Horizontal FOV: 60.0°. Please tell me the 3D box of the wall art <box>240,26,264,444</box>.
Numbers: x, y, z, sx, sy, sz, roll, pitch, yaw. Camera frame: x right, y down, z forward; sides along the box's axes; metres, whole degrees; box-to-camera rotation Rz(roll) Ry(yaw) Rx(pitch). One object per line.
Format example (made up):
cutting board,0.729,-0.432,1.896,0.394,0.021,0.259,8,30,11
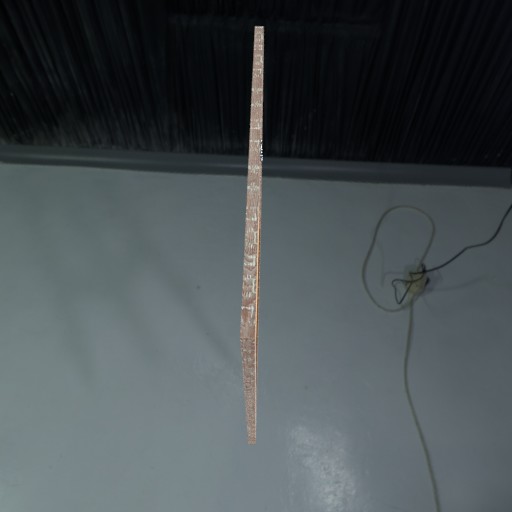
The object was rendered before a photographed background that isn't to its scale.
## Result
wall art,0.000,0.000,0.569,0.012,0.384,0.384,1,57,1
